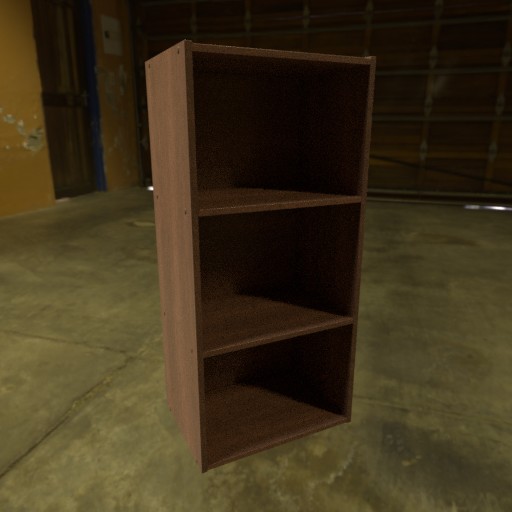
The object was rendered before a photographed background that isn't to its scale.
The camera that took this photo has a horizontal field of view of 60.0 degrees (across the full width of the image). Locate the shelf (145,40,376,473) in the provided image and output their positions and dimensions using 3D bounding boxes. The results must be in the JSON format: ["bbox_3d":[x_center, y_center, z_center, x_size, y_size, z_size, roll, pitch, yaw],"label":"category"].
[{"bbox_3d":[0.000,0.000,1.075,0.414,0.879,0.290,-8,18,-25],"label":"shelf"}]
